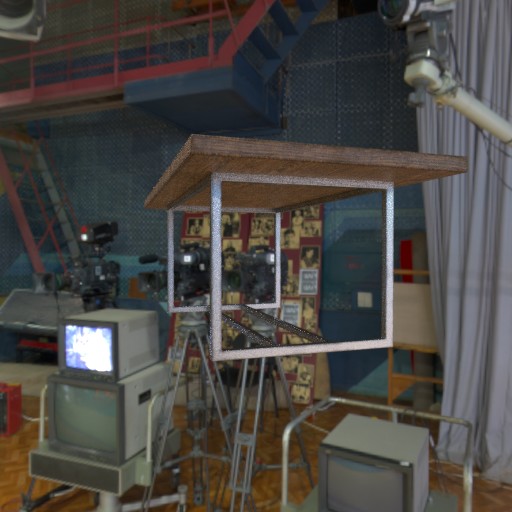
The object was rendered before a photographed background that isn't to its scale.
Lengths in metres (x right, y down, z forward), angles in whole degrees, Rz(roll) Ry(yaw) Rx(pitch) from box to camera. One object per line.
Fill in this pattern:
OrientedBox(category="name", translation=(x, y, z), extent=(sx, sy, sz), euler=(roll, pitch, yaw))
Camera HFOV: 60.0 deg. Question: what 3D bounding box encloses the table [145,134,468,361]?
OrientedBox(category="table", translation=(0.000, 0.000, 2.497), extent=(1.078, 0.795, 1.989), euler=(0, 1, -18))
